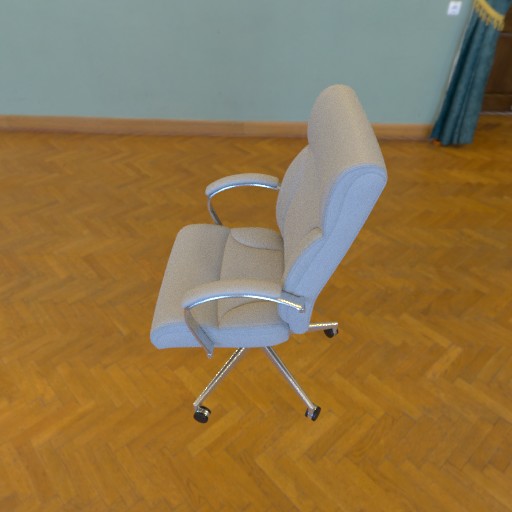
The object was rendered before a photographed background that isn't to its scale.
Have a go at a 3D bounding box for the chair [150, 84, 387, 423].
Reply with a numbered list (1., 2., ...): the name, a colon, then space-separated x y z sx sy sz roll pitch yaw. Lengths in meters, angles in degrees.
1. chair: 0.000 0.000 1.624 0.745 1.099 0.727 1 40 1
